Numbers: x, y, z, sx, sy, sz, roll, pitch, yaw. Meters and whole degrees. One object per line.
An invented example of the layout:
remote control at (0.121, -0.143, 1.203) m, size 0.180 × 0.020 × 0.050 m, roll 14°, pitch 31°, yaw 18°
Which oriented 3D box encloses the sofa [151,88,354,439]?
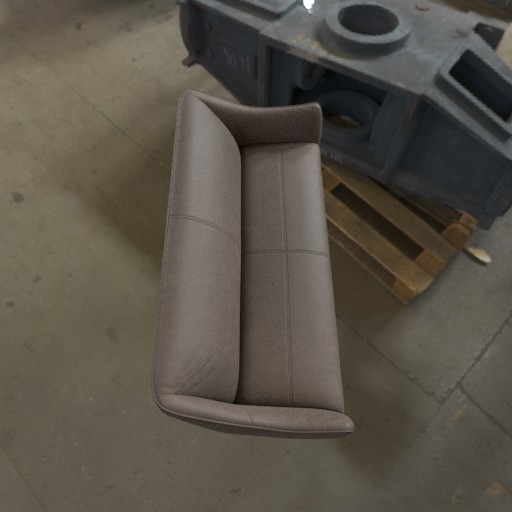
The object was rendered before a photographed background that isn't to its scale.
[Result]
sofa at (0.000, 0.000, 2.489) m, size 0.869 × 0.831 × 1.928 m, roll 0°, pitch 63°, yaw 0°
